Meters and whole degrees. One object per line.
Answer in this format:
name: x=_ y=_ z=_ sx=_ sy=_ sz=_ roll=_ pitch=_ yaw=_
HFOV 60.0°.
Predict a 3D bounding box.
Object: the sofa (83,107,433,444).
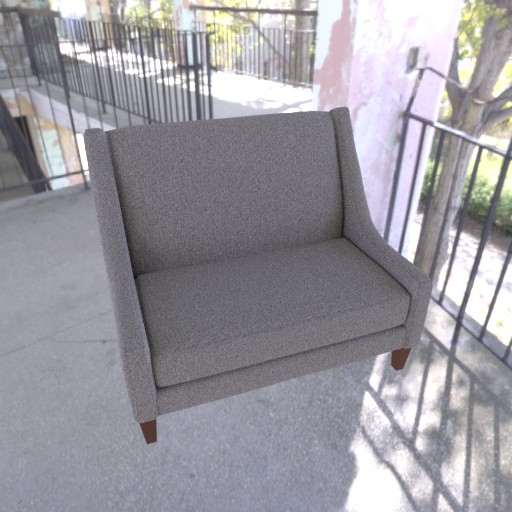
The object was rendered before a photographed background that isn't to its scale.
sofa: x=0.000 y=0.000 z=1.922 sx=1.242 sy=1.026 sz=0.862 roll=-11 pitch=32 yaw=-17
